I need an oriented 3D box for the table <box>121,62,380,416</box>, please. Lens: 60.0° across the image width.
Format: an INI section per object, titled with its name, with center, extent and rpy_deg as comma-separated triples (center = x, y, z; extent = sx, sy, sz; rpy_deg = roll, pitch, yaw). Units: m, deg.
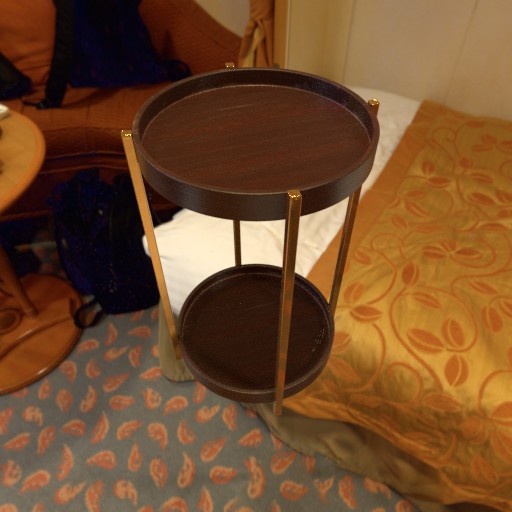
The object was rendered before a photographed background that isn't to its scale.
[table]
center = 0.000, 0.000, 0.889
extent = 0.400, 0.610, 0.400
rpy_deg = -10, 47, -10
